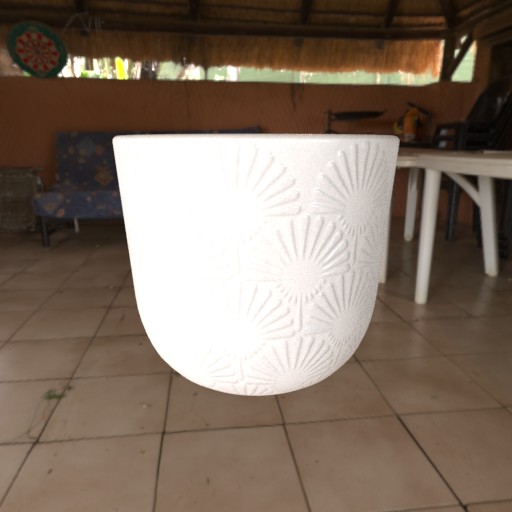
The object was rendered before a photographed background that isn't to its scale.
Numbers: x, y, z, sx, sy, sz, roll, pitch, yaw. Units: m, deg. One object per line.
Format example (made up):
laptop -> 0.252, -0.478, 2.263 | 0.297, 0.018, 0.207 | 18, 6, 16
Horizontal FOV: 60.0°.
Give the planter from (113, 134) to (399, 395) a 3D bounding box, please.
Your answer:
planter -> 0.000, 0.000, 0.292 | 0.170, 0.152, 0.170 | 0, 14, 0
